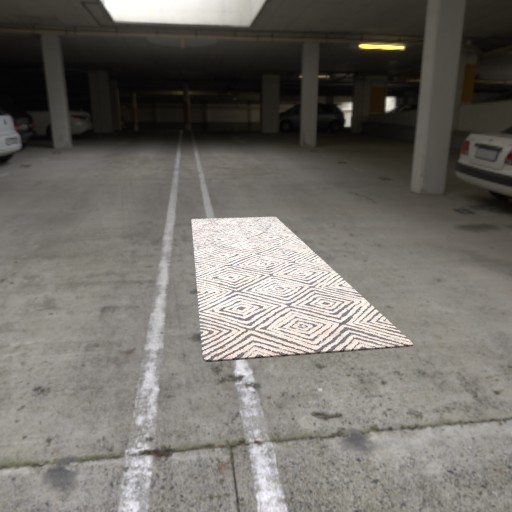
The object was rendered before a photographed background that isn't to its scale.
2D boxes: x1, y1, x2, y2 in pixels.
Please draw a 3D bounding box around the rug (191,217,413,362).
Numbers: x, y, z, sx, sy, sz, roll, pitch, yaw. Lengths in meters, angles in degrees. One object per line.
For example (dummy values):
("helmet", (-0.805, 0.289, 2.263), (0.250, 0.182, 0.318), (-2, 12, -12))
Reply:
("rug", (0.000, 0.000, 2.459), (0.676, 0.008, 2.277), (-2, 16, -9))
